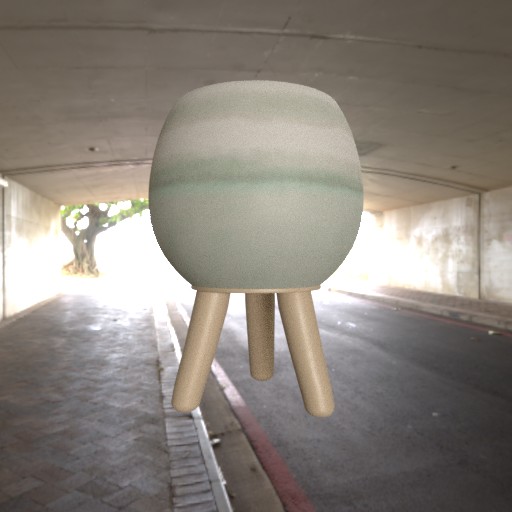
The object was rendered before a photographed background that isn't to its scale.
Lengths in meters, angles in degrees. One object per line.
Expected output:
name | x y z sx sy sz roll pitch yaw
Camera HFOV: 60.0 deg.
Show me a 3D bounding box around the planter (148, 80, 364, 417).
planter | 0.000 0.000 0.342 0.161 0.224 0.161 0 0 0
